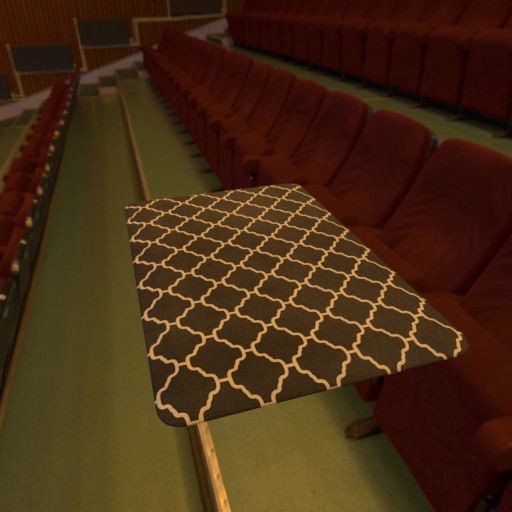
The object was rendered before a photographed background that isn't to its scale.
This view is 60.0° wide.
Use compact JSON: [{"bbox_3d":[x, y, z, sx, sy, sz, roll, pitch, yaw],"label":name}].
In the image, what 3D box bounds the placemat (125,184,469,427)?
[{"bbox_3d":[0.000,0.000,0.951,0.508,0.021,0.762,-9,32,-15],"label":"placemat"}]
